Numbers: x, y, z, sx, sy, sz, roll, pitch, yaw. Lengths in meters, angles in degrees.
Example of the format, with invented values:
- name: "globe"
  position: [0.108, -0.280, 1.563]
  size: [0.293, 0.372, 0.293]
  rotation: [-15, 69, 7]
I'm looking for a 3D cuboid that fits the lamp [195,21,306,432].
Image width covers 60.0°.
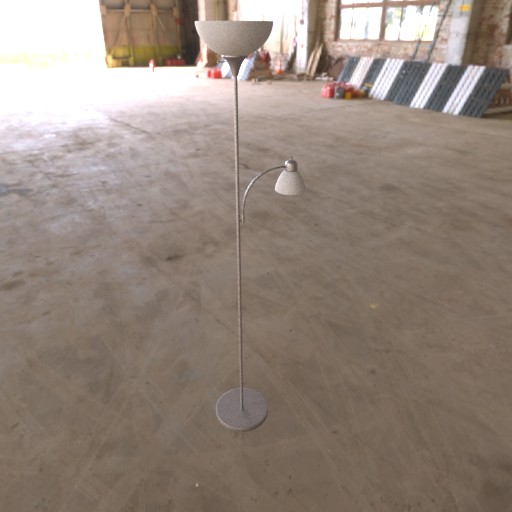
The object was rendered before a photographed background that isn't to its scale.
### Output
- name: "lamp"
  position: [0.000, 0.000, 1.929]
  size: [0.425, 1.804, 0.279]
  rotation: [-8, 28, -15]
